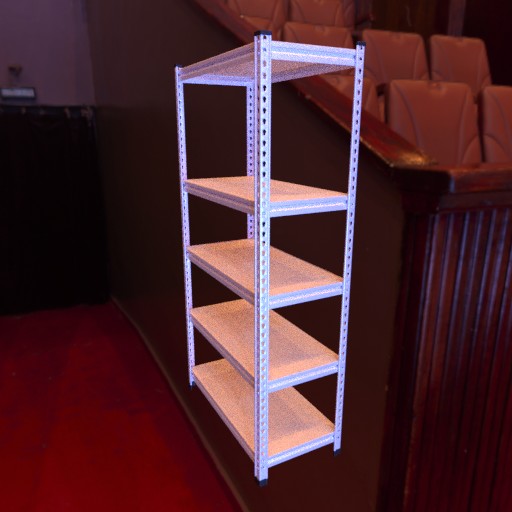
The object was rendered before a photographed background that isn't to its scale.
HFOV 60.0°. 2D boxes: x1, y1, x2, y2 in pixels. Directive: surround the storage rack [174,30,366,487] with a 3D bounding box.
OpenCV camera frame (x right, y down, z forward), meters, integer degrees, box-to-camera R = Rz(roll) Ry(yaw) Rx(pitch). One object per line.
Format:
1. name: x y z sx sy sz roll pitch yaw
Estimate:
1. storage rack: 0.000 0.000 2.191 0.457 1.829 0.914 -8 18 -27
